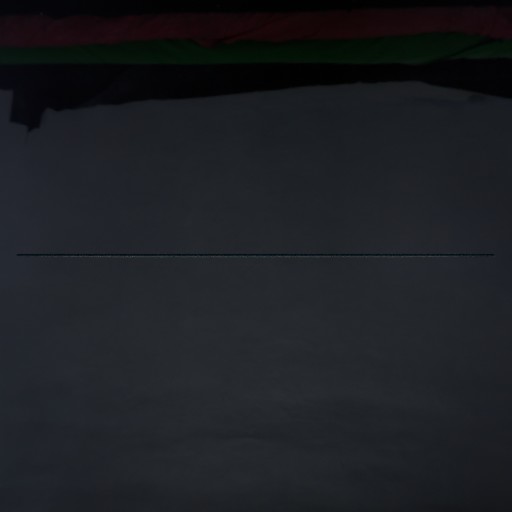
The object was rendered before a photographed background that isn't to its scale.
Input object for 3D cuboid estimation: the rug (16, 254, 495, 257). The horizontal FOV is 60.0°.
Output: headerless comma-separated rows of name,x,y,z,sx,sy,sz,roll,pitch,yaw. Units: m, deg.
rug,0.000,0.000,3.925,3.044,0.015,2.226,0,0,0
